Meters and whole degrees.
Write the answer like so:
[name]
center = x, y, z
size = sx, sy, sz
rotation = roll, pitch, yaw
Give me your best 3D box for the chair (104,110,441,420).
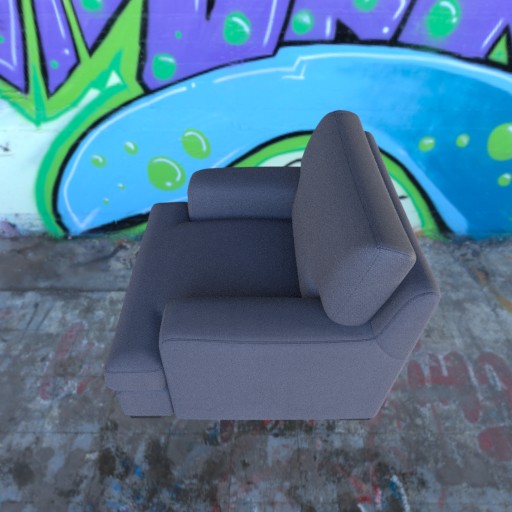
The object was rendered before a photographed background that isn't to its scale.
[chair]
center = 0.000, 0.000, 1.953
size = 1.143, 0.940, 1.168
rotation = 0, 42, 0
